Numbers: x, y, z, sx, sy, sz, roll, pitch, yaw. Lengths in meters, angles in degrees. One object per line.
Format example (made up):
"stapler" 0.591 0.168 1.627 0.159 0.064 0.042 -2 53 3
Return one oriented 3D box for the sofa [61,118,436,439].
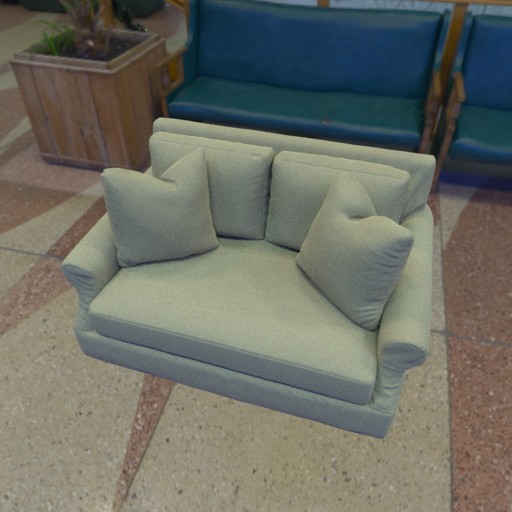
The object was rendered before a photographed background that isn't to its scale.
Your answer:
"sofa" 0.000 0.000 2.074 1.550 0.905 1.070 12 42 13
